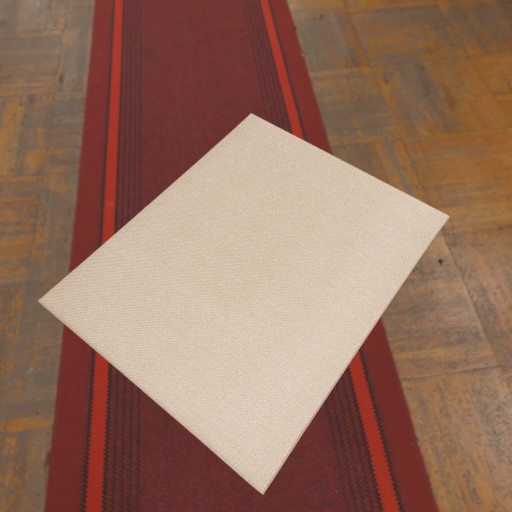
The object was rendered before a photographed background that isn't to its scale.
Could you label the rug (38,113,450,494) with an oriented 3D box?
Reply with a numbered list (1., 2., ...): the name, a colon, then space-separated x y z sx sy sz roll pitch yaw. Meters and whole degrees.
1. rug: 0.000 0.000 4.089 2.462 0.018 3.039 33 63 19
